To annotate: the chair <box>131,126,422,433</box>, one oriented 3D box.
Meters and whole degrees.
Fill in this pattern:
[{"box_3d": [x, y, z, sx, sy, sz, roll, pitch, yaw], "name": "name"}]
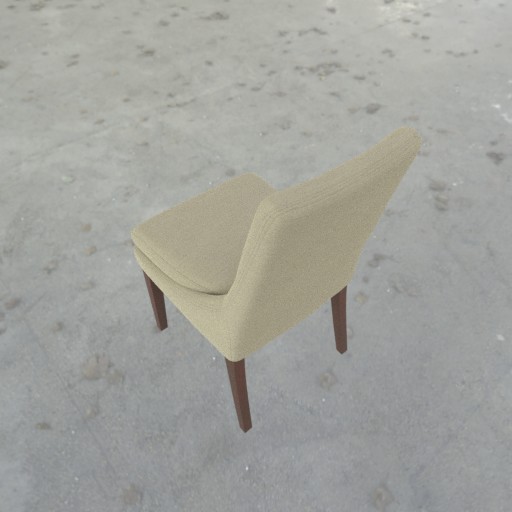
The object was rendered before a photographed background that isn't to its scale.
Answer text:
[{"box_3d": [0.000, 0.000, 1.309, 0.515, 0.940, 0.638, -31, 53, -26], "name": "chair"}]
